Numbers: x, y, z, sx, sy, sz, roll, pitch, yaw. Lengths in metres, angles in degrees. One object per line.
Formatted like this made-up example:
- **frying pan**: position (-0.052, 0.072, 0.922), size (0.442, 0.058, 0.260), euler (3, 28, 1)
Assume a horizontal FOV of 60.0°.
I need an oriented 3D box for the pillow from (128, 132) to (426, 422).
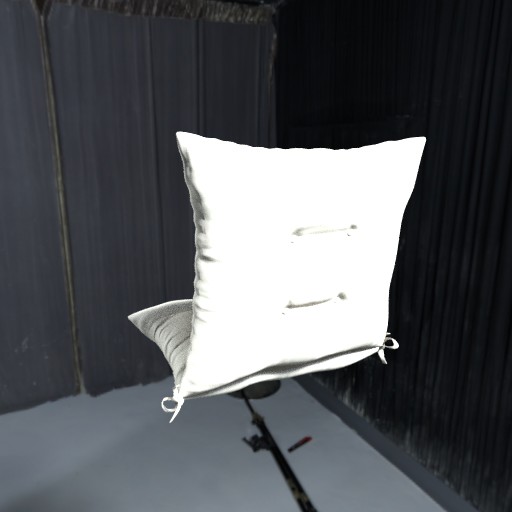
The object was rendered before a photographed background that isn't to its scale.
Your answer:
- **pillow**: position (0.000, 0.000, 1.032), size (0.541, 0.536, 0.585), euler (-7, 15, -26)
